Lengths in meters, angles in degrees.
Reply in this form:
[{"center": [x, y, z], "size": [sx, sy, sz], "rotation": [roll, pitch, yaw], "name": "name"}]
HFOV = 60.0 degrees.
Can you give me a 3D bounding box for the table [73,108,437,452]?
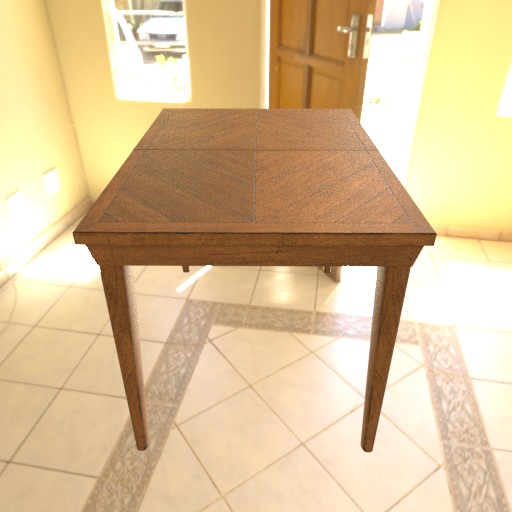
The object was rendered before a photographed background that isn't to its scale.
[{"center": [0.000, 0.000, 1.556], "size": [0.757, 0.760, 1.027], "rotation": [0, 32, 0], "name": "table"}]
